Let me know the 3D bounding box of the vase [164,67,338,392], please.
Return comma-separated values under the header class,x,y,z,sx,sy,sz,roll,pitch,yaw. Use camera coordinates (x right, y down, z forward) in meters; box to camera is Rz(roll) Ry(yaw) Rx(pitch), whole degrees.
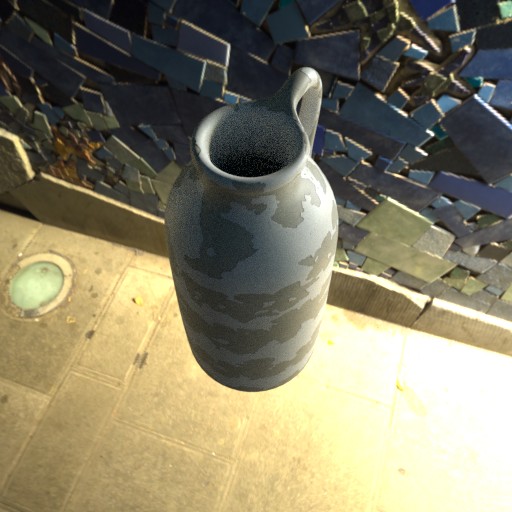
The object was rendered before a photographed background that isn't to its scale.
class,x,y,z,sx,sy,sz,roll,pitch,yaw
vase,0.000,0.000,0.489,0.186,0.382,0.203,29,62,17
